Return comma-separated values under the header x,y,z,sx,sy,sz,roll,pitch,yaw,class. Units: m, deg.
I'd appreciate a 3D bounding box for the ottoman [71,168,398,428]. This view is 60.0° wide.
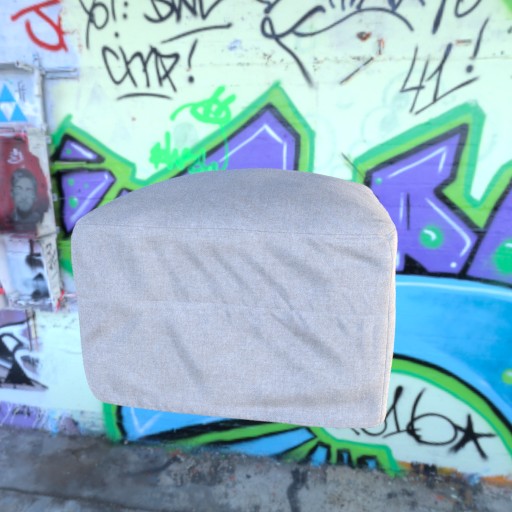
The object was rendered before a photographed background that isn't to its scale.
x,y,z,sx,sy,sz,roll,pitch,yaw,class
0.000,0.000,1.253,0.683,0.481,0.837,2,15,9,ottoman
